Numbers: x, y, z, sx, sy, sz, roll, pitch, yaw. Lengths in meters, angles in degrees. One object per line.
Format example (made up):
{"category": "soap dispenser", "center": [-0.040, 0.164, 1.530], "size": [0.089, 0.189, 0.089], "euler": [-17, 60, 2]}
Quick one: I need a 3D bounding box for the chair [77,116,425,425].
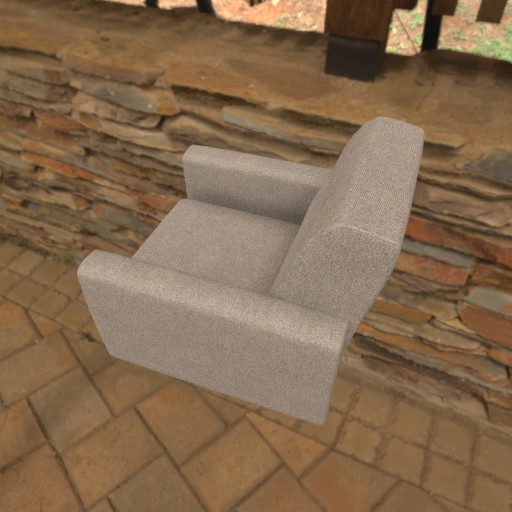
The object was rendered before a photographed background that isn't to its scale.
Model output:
{"category": "chair", "center": [0.000, 0.000, 1.642], "size": [0.942, 0.968, 0.845], "euler": [15, 46, 15]}
